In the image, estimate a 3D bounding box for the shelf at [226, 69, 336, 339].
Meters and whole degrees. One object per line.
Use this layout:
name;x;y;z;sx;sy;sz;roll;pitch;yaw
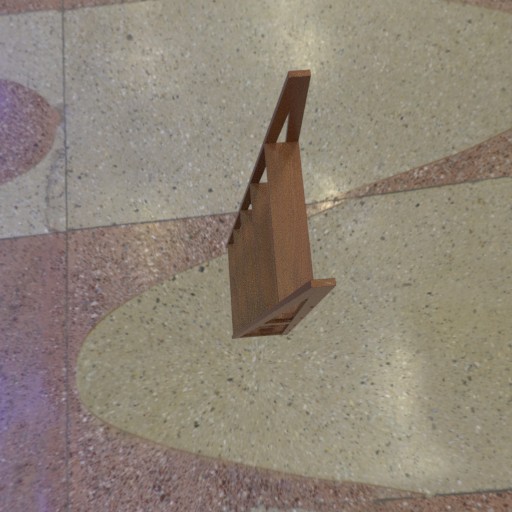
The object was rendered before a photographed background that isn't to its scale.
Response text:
shelf;0.000;0.000;2.043;0.356;1.780;0.630;-4;76;-1
